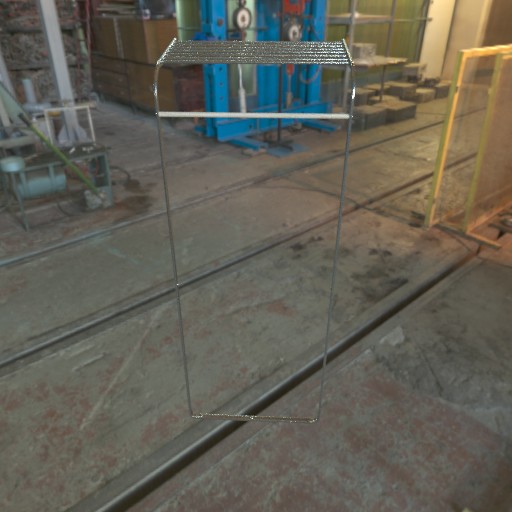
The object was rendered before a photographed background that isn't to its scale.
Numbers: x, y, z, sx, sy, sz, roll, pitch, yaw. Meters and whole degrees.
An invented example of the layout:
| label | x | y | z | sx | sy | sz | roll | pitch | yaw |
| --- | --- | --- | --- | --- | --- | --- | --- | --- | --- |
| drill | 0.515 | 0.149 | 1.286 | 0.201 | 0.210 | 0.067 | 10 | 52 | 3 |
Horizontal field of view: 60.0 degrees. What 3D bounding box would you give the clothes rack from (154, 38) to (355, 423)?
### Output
| label | x | y | z | sx | sy | sz | roll | pitch | yaw |
| --- | --- | --- | --- | --- | --- | --- | --- | --- | --- |
| clothes rack | 0.000 | 0.000 | 1.809 | 0.609 | 1.574 | 0.349 | 1 | 30 | 2 |
